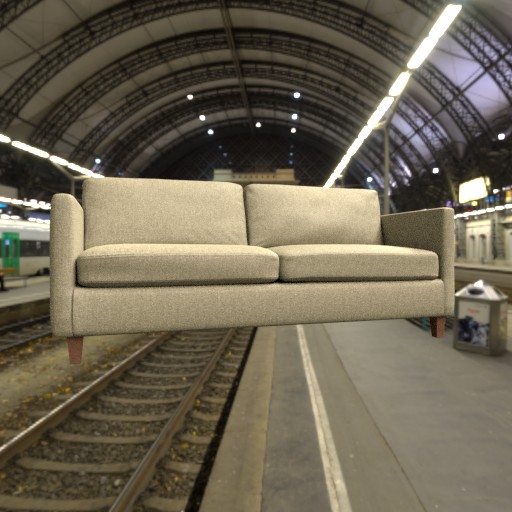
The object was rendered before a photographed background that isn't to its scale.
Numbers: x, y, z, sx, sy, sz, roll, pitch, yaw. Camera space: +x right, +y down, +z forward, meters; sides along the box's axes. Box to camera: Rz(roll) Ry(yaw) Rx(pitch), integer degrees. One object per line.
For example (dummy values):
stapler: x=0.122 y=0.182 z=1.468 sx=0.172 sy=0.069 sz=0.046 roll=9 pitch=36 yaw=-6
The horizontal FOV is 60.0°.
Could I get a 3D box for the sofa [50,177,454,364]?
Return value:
sofa: x=0.000 y=0.000 z=2.702 sx=2.208 sy=0.960 sz=0.956 roll=0 pitch=1 yaw=-18
